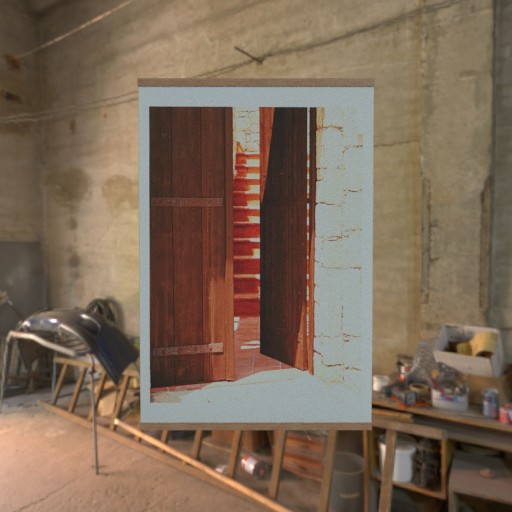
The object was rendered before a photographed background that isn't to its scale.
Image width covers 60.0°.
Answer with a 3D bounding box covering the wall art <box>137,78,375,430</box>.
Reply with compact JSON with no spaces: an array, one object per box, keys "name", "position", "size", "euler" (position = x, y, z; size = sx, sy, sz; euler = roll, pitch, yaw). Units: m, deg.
[{"name":"wall art","position":[0.000,0.000,1.926],"size":[1.019,1.527,0.019],"euler":[0,2,0]}]
